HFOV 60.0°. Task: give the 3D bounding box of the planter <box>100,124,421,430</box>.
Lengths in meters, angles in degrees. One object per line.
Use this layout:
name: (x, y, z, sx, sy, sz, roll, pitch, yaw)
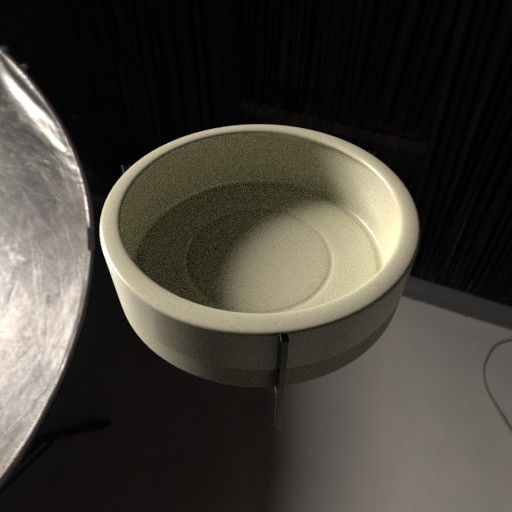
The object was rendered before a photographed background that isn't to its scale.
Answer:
planter: (0.000, 0.000, 0.537, 0.345, 0.171, 0.336, 18, 48, 16)
